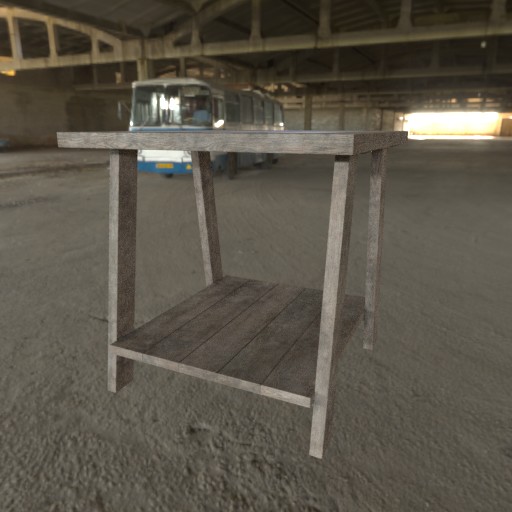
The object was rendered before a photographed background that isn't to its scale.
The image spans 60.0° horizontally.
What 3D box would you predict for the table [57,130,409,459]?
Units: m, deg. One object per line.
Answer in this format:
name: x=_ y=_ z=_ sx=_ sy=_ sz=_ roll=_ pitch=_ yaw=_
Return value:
table: x=0.000 y=0.000 z=1.126 sx=0.610 sy=0.610 sz=0.610 roll=8 pitch=18 yaw=24
